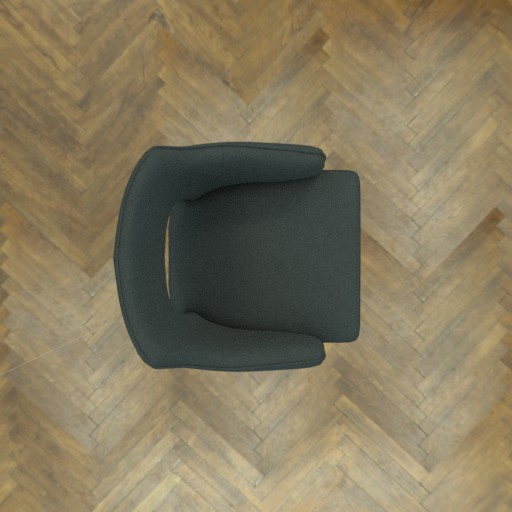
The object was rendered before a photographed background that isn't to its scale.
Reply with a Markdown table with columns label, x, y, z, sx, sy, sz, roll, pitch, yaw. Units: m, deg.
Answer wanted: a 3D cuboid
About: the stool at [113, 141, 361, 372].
| label | x | y | z | sx | sy | sz | roll | pitch | yaw |
| --- | --- | --- | --- | --- | --- | --- | --- | --- | --- |
| stool | 0.000 | 0.000 | 1.351 | 0.558 | 1.012 | 0.548 | 0 | 90 | 1 |
